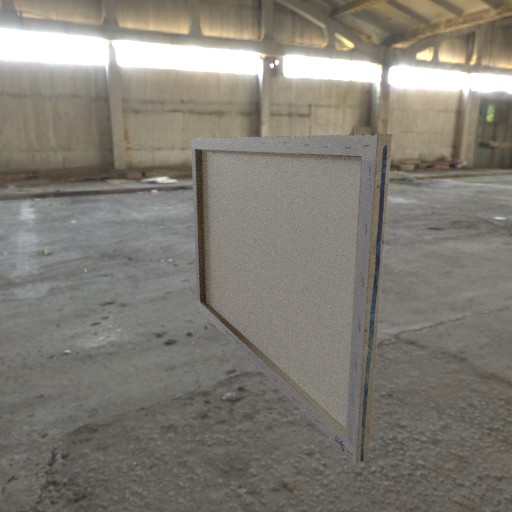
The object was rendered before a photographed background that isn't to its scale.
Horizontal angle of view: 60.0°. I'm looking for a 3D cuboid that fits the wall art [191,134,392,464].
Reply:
[{"bbox_3d":[0.000,0.000,1.462,0.038,0.757,1.143,-7,16,-26],"label":"wall art"}]
